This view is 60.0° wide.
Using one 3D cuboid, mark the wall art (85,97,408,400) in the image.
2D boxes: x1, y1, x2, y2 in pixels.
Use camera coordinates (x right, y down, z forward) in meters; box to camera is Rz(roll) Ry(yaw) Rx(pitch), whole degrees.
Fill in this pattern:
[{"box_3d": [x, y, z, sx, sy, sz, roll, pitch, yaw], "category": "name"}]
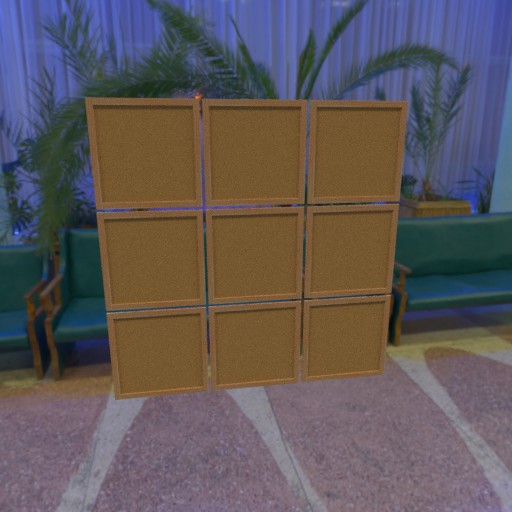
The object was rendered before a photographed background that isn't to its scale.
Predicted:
[{"box_3d": [0.000, 0.000, 2.277, 1.521, 1.519, 0.013, -3, 16, -9], "category": "wall art"}]
